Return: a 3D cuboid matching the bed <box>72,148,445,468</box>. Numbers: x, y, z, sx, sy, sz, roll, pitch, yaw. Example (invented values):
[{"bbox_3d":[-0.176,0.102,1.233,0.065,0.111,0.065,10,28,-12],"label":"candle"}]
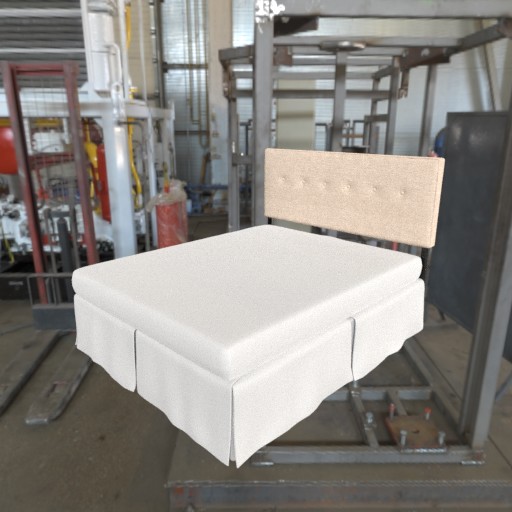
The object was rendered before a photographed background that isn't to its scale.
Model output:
[{"bbox_3d":[0.000,0.000,2.978,1.643,1.270,1.978,16,23,42],"label":"bed"}]
